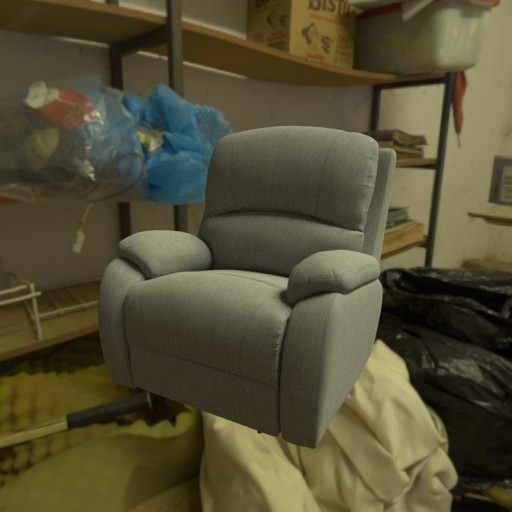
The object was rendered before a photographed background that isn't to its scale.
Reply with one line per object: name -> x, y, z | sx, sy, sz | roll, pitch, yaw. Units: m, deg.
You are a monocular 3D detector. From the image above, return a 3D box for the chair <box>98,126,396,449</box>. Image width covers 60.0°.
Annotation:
chair -> 0.000, 0.000, 1.769 | 0.930, 1.011, 0.899 | 8, 17, 27
